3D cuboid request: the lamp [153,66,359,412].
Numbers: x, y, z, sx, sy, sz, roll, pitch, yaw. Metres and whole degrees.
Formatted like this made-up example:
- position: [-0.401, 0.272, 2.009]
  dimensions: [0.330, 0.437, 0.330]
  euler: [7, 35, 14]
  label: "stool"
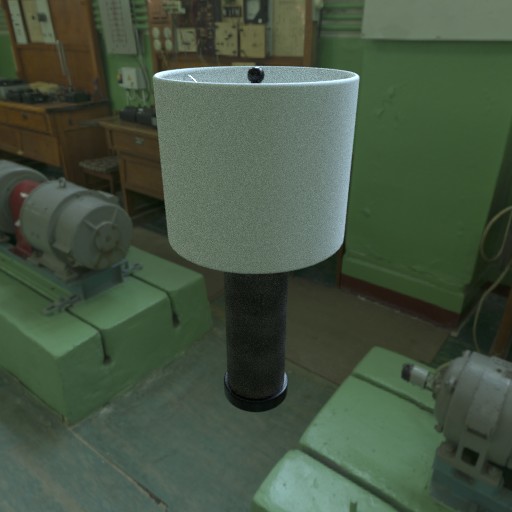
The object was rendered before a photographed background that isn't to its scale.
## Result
- position: [0.000, 0.000, 0.804]
  dimensions: [0.305, 0.634, 0.305]
  euler: [18, 32, 32]
  label: "lamp"
